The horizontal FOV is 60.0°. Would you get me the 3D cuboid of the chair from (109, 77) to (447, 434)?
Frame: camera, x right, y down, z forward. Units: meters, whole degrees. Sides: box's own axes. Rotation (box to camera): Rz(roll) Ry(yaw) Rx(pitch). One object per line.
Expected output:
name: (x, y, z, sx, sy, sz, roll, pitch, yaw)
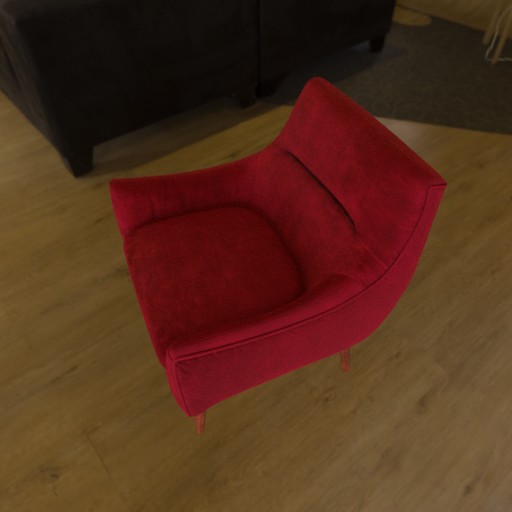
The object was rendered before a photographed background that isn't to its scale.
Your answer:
chair: (0.000, 0.000, 1.441, 0.787, 0.838, 0.762, -17, 49, -16)
